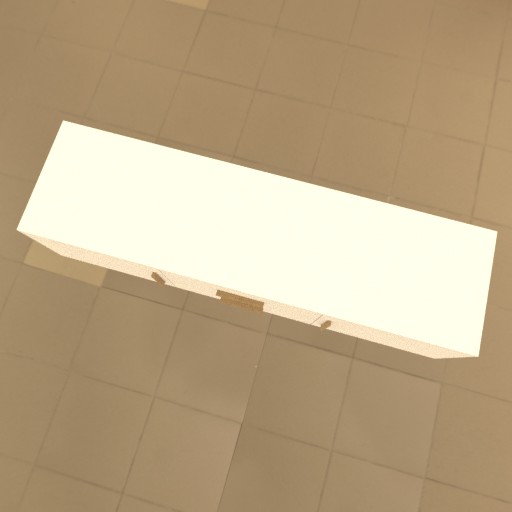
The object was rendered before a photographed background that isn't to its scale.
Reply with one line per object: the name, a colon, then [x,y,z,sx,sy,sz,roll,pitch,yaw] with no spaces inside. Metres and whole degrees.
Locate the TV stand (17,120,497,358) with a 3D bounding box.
TV stand: [0.000,0.000,1.605,1.398,0.560,0.401,15,76,4]
